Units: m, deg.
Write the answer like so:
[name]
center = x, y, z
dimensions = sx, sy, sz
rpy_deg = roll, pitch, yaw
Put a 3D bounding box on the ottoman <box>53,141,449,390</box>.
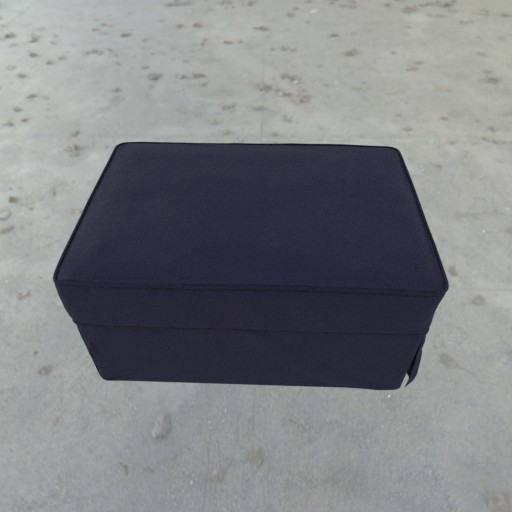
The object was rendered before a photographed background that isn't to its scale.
[ottoman]
center = 0.000, 0.000, 1.342
dimensions = 0.938, 0.503, 0.637
rpy_deg = 1, 45, 1
